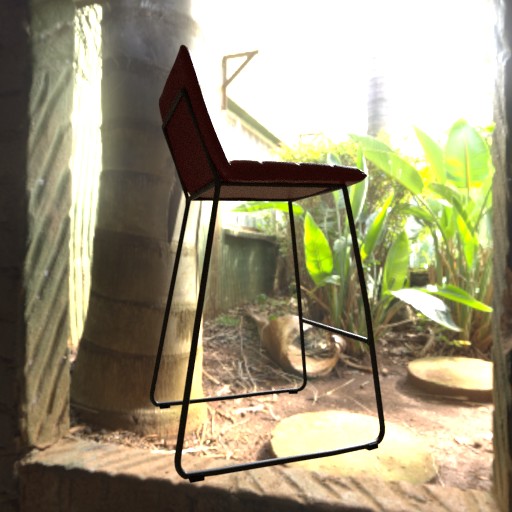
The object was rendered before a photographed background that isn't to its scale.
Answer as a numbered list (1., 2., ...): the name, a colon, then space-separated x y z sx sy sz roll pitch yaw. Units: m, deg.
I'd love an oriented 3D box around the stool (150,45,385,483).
1. stool: 0.000 0.000 1.221 0.524 0.937 0.489 0 0 -20
